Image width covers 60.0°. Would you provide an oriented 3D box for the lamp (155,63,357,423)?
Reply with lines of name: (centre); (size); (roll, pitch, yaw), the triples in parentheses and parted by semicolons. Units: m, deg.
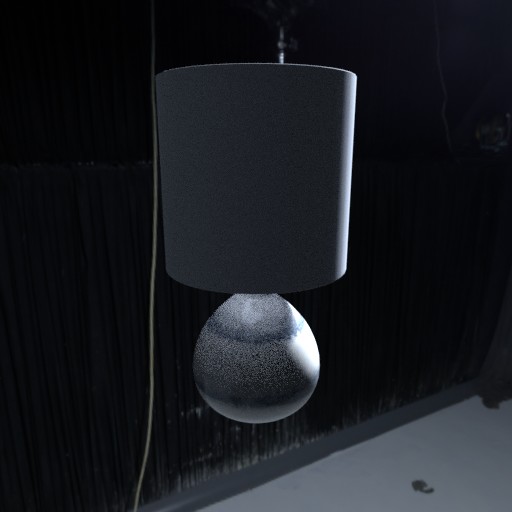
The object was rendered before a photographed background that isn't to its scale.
lamp: (0.000, 0.000, 0.541); (0.216, 0.404, 0.216); (-7, 17, -26)
